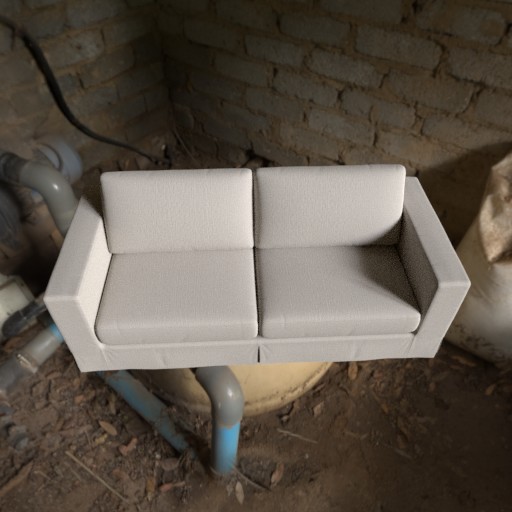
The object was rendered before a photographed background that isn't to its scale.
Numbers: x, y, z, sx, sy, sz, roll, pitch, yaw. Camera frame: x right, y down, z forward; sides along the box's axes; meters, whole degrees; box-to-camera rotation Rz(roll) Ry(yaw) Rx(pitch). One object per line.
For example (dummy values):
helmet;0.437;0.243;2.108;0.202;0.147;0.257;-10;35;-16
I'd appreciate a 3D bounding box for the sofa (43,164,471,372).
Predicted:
sofa;0.000;0.000;2.662;2.163;0.881;0.954;-2;45;-2
